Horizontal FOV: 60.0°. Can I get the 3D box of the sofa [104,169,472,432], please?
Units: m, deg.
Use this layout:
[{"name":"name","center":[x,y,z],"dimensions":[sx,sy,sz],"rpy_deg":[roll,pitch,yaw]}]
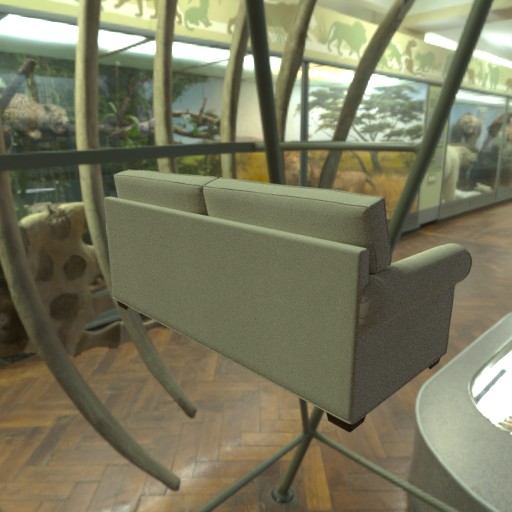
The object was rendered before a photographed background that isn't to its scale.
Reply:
[{"name":"sofa","center":[0.000,0.000,2.635],"dimensions":[0.901,0.962,2.146],"rpy_deg":[-14,21,-42]}]
